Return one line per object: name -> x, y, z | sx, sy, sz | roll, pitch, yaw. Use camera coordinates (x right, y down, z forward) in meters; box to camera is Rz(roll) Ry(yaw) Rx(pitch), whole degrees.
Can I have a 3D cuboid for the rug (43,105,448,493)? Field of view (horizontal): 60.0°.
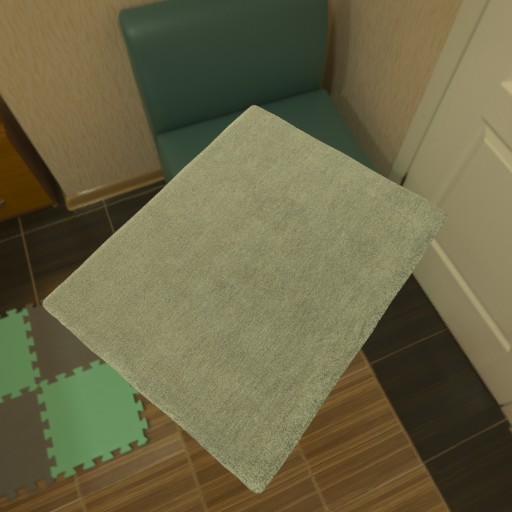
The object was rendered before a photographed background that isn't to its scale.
rug -> 0.000, 0.000, 3.899 | 2.332, 0.027, 2.933 | 34, 67, 16
